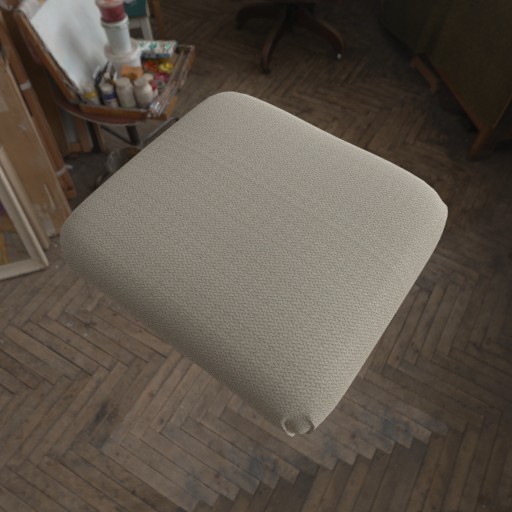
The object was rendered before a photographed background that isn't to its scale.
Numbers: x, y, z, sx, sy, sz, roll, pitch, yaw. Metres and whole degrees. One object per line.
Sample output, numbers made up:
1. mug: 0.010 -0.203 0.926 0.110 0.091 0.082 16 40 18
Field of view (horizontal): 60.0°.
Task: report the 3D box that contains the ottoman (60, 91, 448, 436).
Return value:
1. ottoman: 0.000 0.000 1.080 0.684 0.447 0.622 32 64 18
